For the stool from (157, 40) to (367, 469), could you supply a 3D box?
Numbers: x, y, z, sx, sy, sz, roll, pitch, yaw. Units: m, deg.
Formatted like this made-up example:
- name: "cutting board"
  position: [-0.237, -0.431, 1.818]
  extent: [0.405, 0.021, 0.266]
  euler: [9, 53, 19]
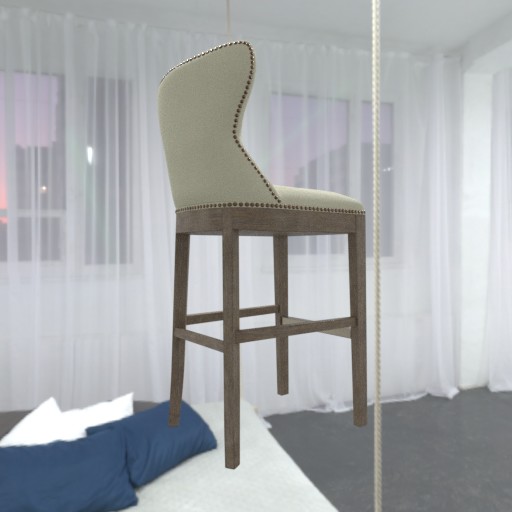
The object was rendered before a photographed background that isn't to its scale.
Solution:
- name: "stool"
  position: [0.000, 0.000, 1.446]
  extent: [0.606, 1.123, 0.494]
  euler: [0, 1, -37]
